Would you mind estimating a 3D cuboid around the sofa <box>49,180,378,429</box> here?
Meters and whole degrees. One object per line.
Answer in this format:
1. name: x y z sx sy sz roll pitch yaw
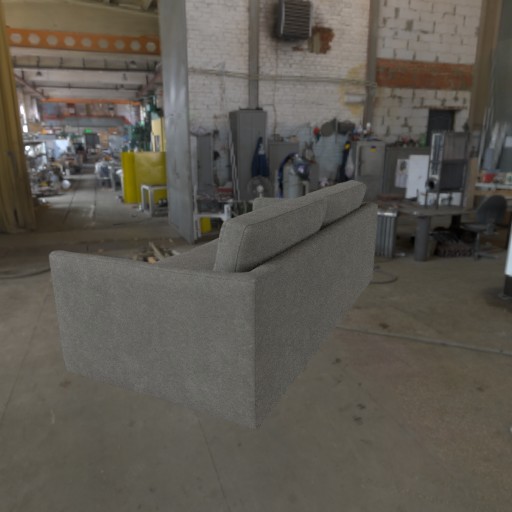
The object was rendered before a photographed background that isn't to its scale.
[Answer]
1. sofa: 0.000 0.000 2.858 1.092 0.838 2.257 7 16 25
